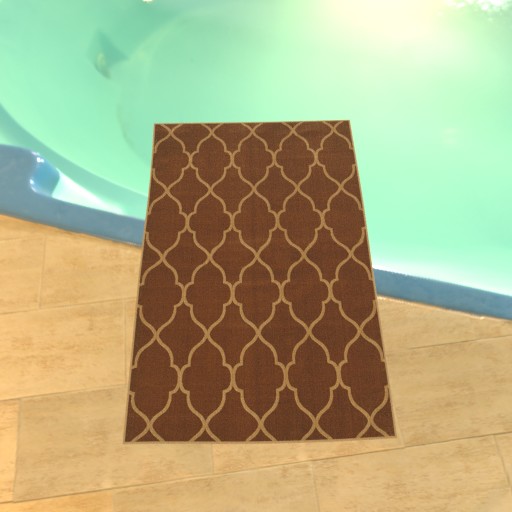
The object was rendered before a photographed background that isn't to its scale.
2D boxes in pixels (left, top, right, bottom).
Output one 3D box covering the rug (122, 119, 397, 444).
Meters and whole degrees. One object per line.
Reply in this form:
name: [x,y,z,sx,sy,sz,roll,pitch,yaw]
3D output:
rug: [0.000,0.000,2.928,1.526,0.014,2.290,-1,65,-1]
